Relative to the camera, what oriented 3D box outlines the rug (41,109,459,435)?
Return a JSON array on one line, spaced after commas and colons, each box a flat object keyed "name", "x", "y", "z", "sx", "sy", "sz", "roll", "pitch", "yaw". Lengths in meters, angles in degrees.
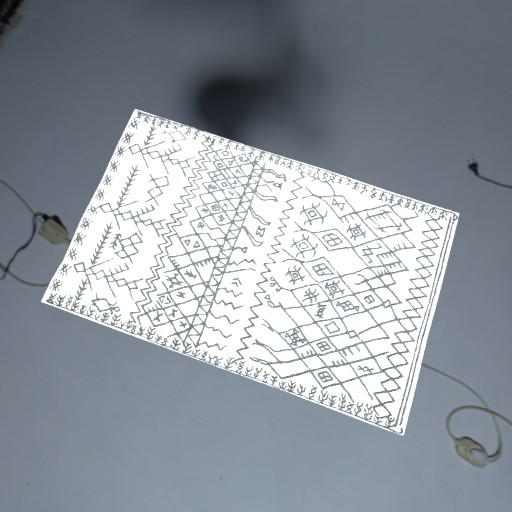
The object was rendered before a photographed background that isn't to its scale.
[{"name": "rug", "x": 0.000, "y": 0.000, "z": 2.987, "sx": 2.444, "sy": 0.012, "sz": 1.530, "roll": 19, "pitch": 76, "yaw": 5}]
